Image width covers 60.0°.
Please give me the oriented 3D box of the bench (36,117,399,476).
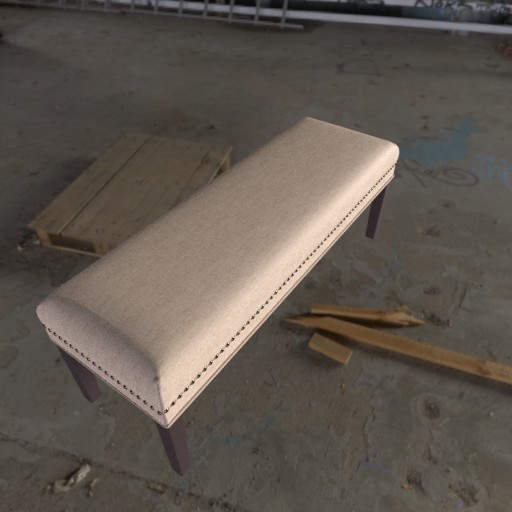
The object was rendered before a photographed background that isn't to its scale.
[{"bbox_3d":[0.000,0.000,1.431,0.410,0.457,1.219,26,48,25],"label":"bench"}]
